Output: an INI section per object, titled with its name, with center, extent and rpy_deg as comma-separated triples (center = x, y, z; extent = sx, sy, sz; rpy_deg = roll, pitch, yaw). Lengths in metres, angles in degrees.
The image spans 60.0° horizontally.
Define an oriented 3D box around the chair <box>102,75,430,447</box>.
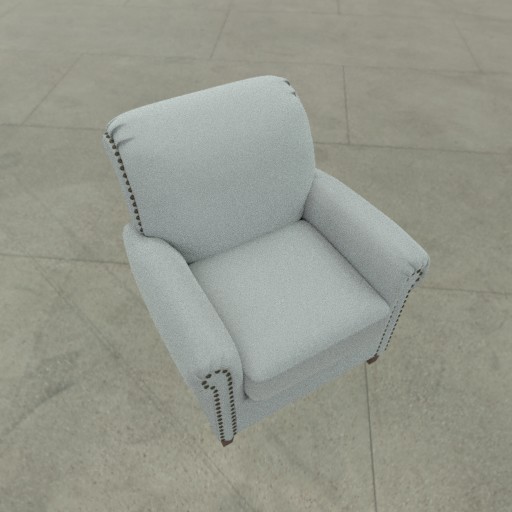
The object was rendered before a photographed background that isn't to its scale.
[chair]
center = 0.000, 0.000, 1.581
extent = 0.854, 0.927, 0.890
rpy_deg = -23, 51, -20
